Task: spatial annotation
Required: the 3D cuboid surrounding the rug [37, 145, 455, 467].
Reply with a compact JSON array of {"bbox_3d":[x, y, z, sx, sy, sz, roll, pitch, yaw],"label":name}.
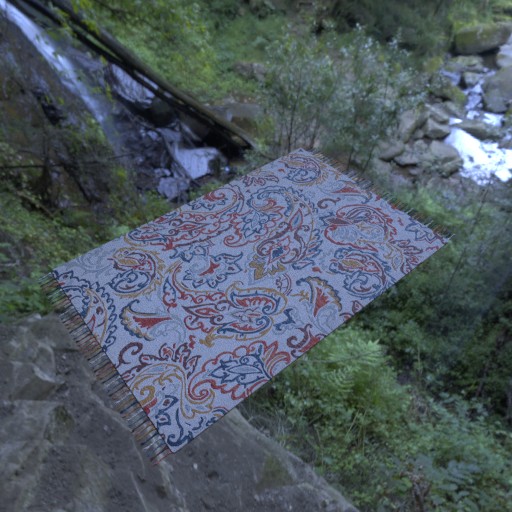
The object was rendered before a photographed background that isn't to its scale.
[{"bbox_3d":[0.000,0.000,2.427,1.997,0.010,1.218,-31,54,-26],"label":"rug"}]
